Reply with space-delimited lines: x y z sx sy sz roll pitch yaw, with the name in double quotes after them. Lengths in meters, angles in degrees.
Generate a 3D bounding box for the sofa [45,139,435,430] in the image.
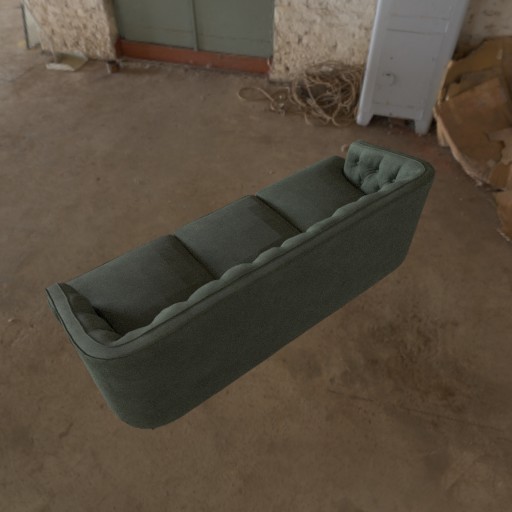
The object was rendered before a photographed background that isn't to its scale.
0.000 0.000 2.709 2.278 0.855 0.941 -29 53 -25 "sofa"
